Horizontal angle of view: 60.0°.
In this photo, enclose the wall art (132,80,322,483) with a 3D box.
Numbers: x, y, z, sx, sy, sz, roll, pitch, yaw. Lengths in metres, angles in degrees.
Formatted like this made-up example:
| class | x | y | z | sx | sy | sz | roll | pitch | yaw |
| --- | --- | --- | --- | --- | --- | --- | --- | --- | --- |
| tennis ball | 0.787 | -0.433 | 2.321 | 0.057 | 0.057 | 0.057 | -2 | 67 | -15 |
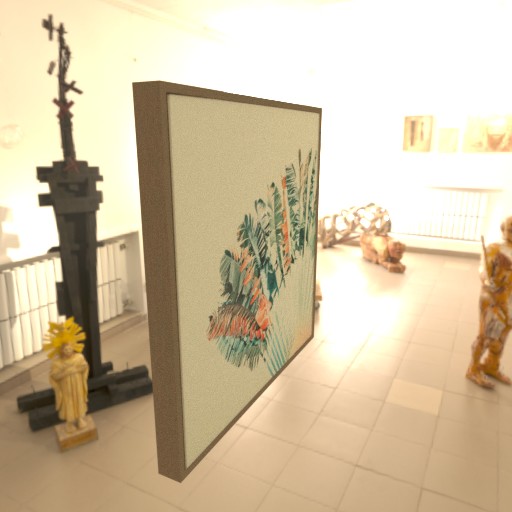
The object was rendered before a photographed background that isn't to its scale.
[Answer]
| class | x | y | z | sx | sy | sz | roll | pitch | yaw |
| --- | --- | --- | --- | --- | --- | --- | --- | --- | --- |
| wall art | 0.000 | 0.000 | 0.756 | 0.038 | 0.506 | 0.508 | 8 | 17 | 27 |
